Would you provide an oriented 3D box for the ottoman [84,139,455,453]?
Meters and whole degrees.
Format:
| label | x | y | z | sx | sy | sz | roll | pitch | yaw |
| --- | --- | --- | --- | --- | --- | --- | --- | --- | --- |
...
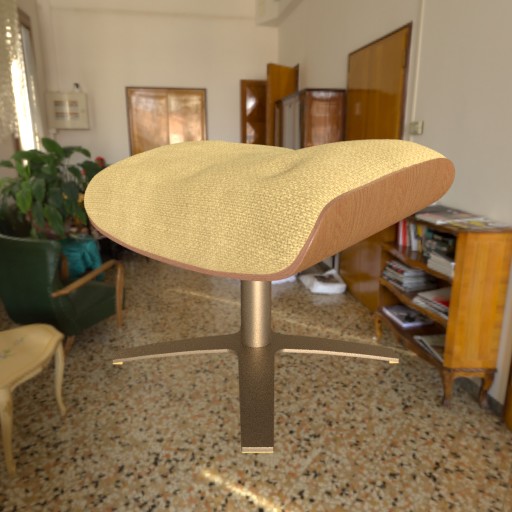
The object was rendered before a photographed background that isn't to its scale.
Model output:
| label | x | y | z | sx | sy | sz | roll | pitch | yaw |
| --- | --- | --- | --- | --- | --- | --- | --- | --- | --- |
| ottoman | 0.000 | 0.000 | 0.771 | 0.520 | 0.391 | 0.394 | 14 | 20 | 43 |
